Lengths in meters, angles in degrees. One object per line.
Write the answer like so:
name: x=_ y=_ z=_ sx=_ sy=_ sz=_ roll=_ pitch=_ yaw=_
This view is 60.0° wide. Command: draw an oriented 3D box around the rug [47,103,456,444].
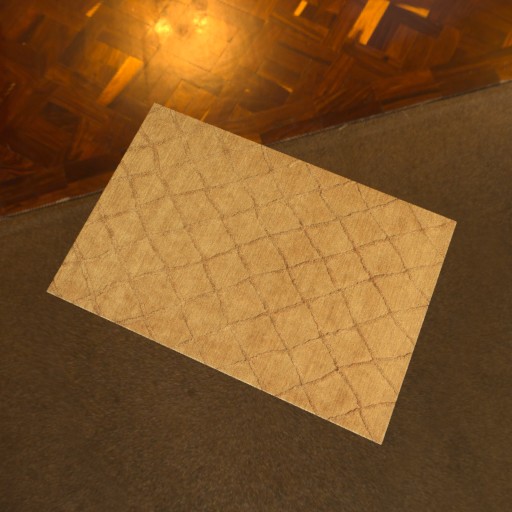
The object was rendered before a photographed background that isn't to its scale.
rug: x=0.000 y=0.000 z=2.934 sx=2.292 sy=0.014 sz=1.528 roll=23 pitch=76 yaw=6
